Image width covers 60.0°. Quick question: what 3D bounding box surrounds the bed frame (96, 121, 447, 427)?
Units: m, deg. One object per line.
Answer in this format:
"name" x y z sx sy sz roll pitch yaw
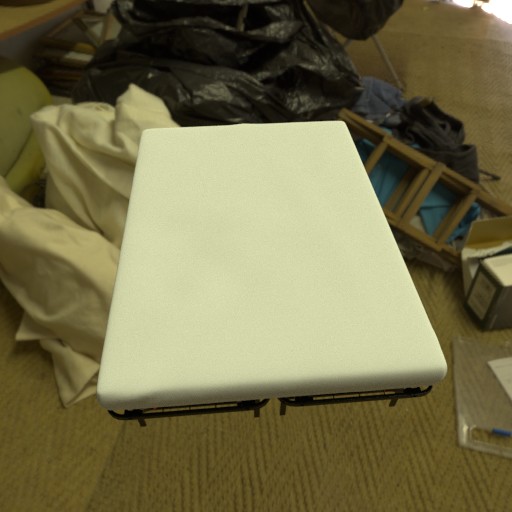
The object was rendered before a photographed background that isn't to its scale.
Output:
"bed frame" 0.000 0.000 2.512 1.372 0.637 1.905 -3 47 -3
